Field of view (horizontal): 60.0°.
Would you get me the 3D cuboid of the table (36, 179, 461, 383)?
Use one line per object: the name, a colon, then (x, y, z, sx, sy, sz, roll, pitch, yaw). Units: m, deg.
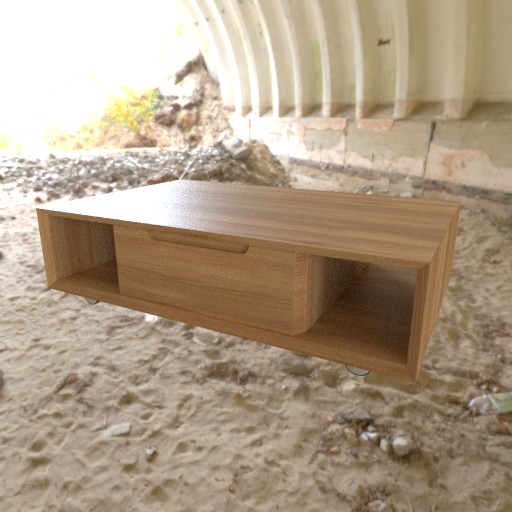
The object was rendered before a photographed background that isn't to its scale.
table: (0.000, 0.000, 1.406, 1.100, 0.330, 0.700, 9, 20, 27)
